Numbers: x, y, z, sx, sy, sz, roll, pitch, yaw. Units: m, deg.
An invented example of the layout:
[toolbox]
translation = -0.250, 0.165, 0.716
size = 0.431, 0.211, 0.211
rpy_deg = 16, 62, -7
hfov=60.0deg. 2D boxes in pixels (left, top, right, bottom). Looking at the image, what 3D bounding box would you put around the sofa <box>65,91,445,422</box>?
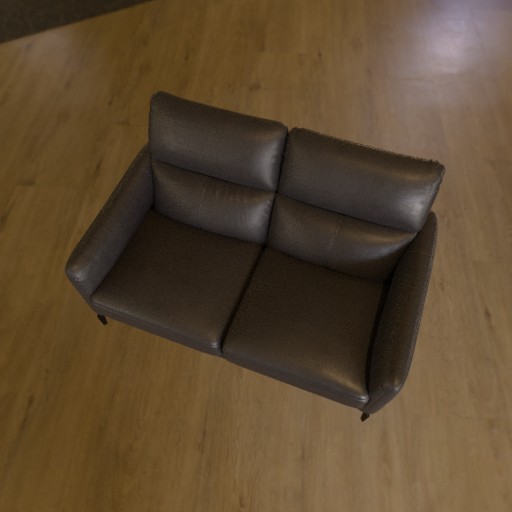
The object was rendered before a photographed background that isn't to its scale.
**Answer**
[sofa]
translation = 0.000, 0.000, 2.157
size = 1.596, 0.920, 0.958
rpy_deg = 18, 59, 11
